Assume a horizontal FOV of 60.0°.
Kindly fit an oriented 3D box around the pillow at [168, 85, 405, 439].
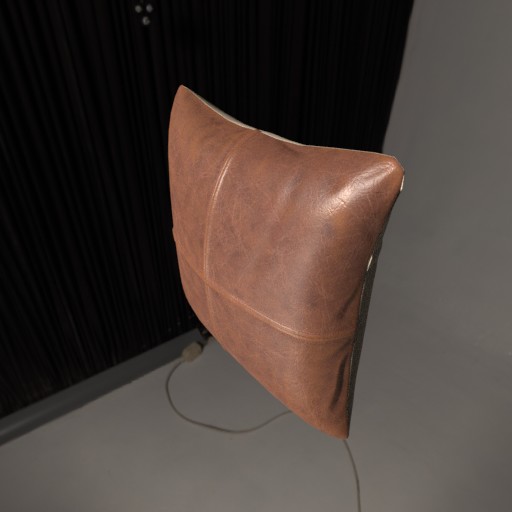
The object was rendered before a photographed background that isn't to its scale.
[{"bbox_3d":[0.000,0.000,0.731,0.192,0.470,0.484,-22,39,-30],"label":"pillow"}]
